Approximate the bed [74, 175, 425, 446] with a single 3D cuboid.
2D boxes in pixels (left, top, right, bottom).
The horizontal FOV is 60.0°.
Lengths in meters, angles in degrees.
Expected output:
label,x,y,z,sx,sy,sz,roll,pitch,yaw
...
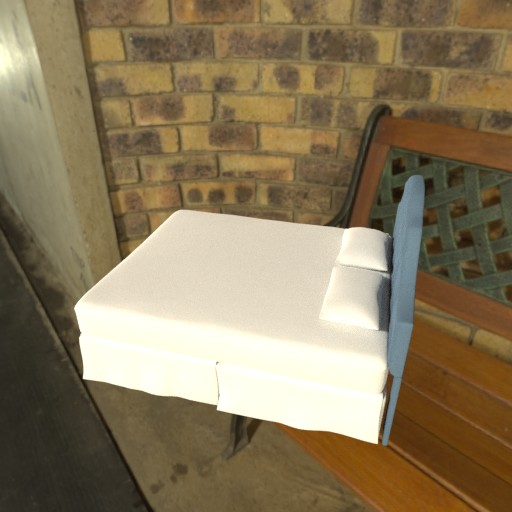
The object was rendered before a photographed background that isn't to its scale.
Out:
label,x,y,z,sx,sy,sz,roll,pitch,yaw
bed,0.000,0.000,3.822,2.477,1.617,2.039,8,31,14
